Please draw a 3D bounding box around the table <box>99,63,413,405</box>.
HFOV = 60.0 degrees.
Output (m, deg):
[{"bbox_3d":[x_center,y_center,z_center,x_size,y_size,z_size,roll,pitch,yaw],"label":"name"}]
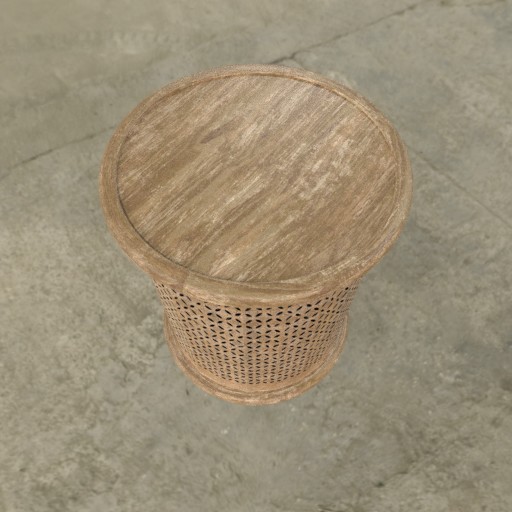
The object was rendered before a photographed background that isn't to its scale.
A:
[{"bbox_3d":[0.000,0.000,0.780,0.407,0.482,0.407,0,59,0],"label":"table"}]
